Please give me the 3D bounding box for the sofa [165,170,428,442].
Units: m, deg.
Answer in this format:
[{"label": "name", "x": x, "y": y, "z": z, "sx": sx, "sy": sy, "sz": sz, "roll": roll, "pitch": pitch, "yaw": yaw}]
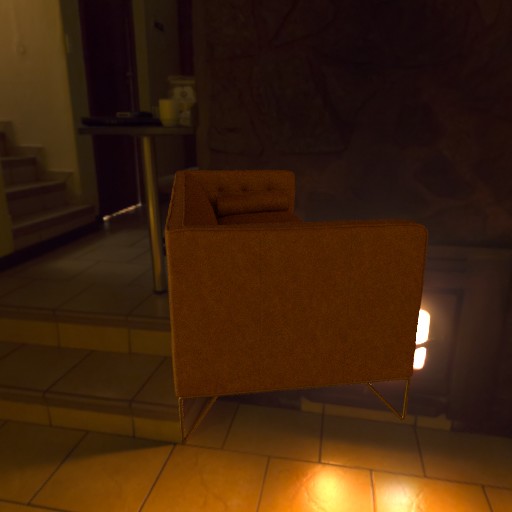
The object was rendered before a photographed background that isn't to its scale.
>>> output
[{"label": "sofa", "x": 0.000, "y": 0.000, "z": 2.534, "sx": 0.912, "sy": 0.798, "sz": 2.079, "roll": -2, "pitch": 16, "yaw": -9}]
